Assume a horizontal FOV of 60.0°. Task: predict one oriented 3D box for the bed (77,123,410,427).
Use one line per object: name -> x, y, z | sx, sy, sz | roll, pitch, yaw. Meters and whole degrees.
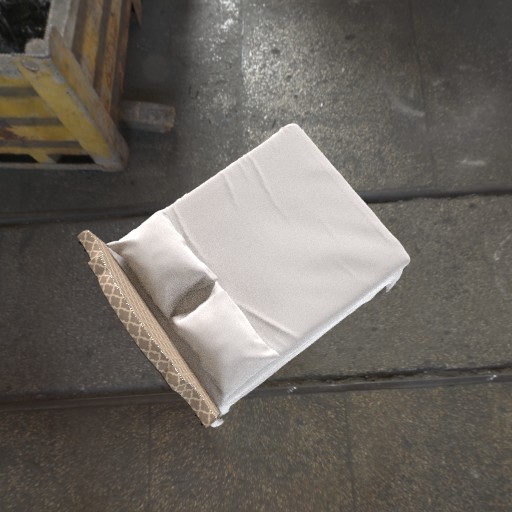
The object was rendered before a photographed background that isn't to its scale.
bed -> 0.000, 0.000, 3.500 | 2.222, 1.633, 1.780 | -36, 79, -8
